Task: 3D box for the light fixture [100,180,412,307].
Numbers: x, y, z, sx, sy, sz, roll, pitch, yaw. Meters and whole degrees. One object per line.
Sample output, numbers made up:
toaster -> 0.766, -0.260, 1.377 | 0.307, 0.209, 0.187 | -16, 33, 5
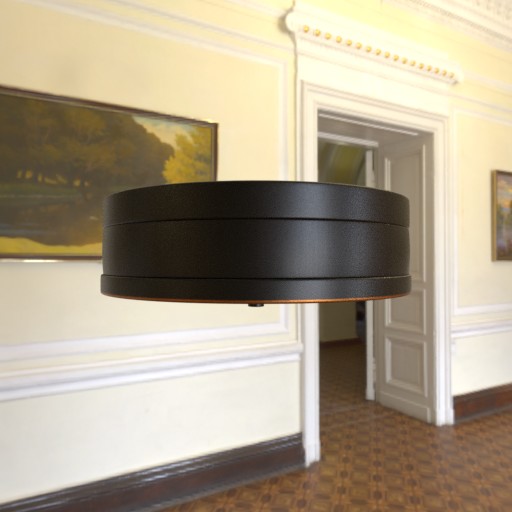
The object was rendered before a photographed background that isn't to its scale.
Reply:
light fixture -> 0.000, 0.000, 0.428 | 0.283, 0.097, 0.283 | 0, -1, 0
